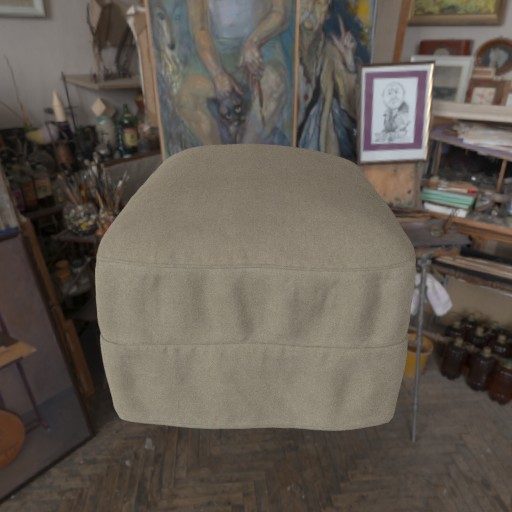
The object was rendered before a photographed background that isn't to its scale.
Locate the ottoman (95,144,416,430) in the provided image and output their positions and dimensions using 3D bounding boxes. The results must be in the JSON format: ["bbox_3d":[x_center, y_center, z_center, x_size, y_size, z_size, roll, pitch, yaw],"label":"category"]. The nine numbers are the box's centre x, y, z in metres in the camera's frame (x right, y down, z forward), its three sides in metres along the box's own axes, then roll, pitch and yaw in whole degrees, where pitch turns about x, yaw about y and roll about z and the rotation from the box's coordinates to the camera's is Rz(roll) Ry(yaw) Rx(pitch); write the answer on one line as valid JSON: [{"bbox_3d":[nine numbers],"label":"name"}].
[{"bbox_3d":[0.000,0.000,1.074,0.584,0.480,0.712,0,26,1],"label":"ottoman"}]
